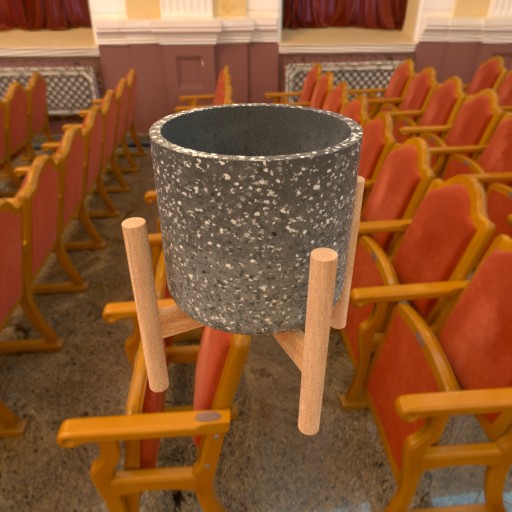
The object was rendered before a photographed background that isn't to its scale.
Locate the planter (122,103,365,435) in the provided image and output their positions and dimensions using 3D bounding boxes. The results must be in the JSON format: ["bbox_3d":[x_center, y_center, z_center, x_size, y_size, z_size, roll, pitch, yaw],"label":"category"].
[{"bbox_3d":[0.000,0.000,0.551,0.284,0.320,0.284,-2,31,-3],"label":"planter"}]
